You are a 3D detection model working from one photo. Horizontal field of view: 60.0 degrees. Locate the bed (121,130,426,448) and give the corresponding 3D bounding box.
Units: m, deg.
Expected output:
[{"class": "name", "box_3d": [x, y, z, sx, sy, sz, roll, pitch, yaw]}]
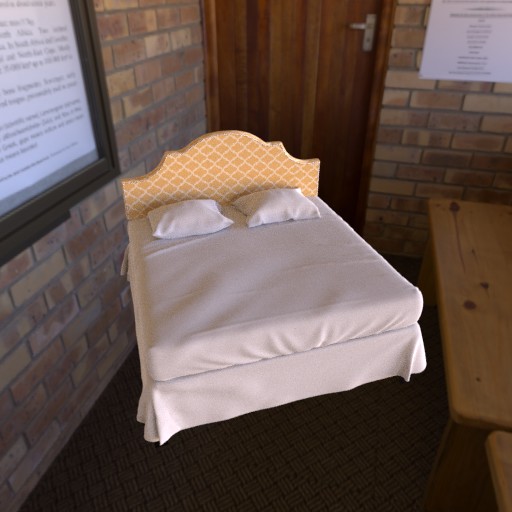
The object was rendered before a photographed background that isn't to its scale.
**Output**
[{"class": "bed", "box_3d": [0.000, 0.000, 3.738, 2.314, 1.601, 2.222, -9, 32, -15]}]
